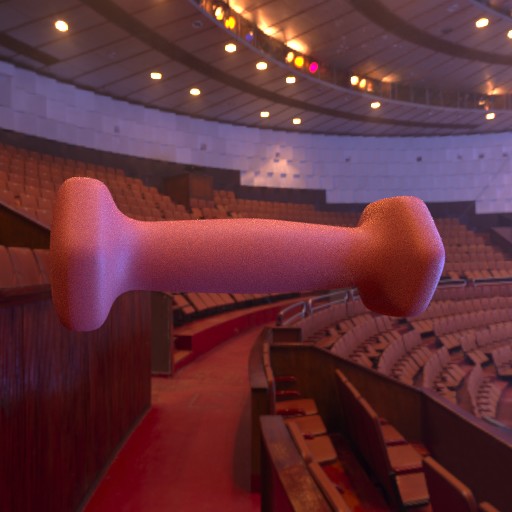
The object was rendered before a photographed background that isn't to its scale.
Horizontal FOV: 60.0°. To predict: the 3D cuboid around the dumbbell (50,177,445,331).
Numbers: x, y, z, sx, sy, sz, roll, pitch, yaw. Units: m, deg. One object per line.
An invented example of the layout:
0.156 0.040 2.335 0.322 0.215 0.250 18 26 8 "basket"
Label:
0.000 0.000 0.146 0.123 0.043 0.047 0 -1 -18 "dumbbell"
